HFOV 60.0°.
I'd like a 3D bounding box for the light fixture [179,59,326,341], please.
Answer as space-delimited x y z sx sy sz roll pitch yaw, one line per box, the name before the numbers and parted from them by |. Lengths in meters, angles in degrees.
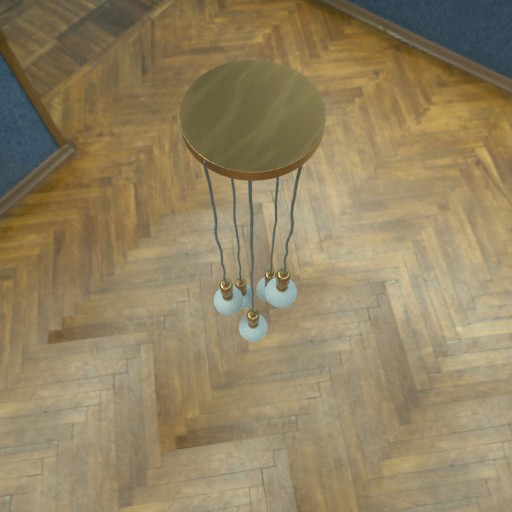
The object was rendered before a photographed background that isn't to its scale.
light fixture | 0.000 0.000 0.499 0.108 0.457 0.105 36 70 15
